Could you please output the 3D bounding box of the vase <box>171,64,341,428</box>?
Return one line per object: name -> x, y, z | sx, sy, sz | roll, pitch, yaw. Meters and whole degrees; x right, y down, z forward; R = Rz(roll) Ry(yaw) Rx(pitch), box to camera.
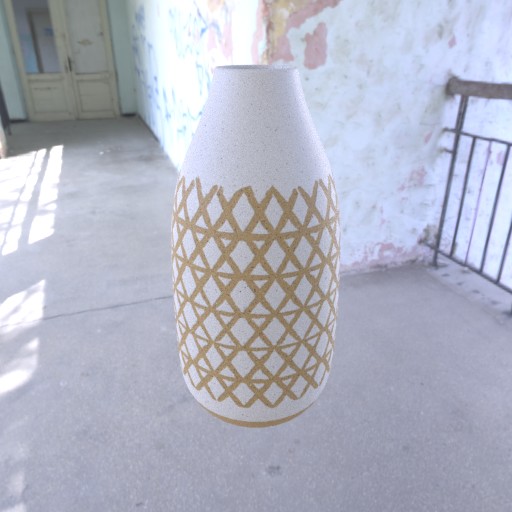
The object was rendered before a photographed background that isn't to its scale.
vase -> 0.000, 0.000, 0.483 | 0.186, 0.380, 0.186 | 0, 26, 0
